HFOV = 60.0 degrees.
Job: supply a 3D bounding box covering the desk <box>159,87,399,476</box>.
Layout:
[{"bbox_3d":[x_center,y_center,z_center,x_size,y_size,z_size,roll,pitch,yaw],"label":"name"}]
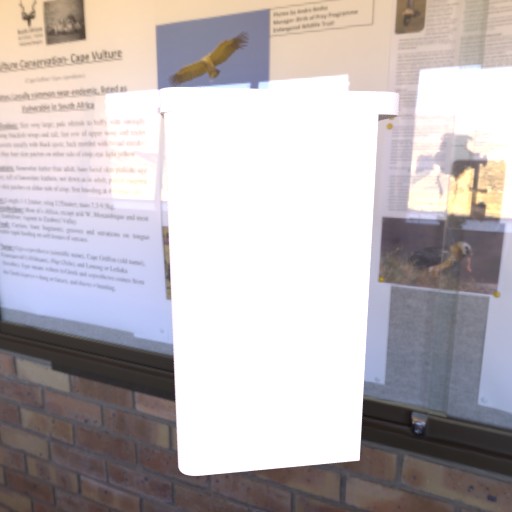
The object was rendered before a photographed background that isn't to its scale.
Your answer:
[{"bbox_3d":[0.000,0.000,1.236,0.446,0.760,0.790,-2,12,-8],"label":"desk"}]
